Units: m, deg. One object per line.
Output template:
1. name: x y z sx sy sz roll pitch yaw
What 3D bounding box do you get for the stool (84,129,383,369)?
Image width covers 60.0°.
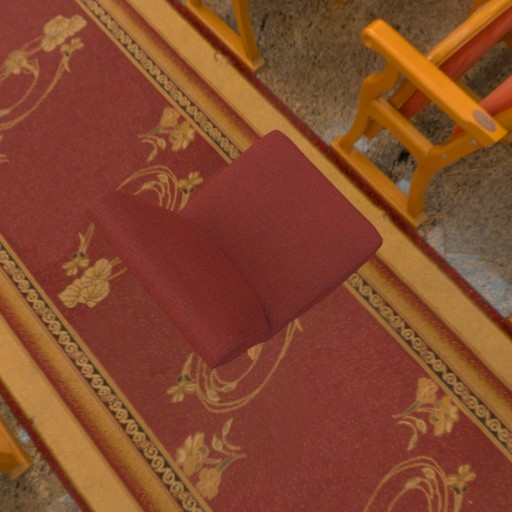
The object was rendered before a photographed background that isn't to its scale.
1. stool: 0.000 0.000 1.350 0.562 1.038 0.468 -40 79 -9
